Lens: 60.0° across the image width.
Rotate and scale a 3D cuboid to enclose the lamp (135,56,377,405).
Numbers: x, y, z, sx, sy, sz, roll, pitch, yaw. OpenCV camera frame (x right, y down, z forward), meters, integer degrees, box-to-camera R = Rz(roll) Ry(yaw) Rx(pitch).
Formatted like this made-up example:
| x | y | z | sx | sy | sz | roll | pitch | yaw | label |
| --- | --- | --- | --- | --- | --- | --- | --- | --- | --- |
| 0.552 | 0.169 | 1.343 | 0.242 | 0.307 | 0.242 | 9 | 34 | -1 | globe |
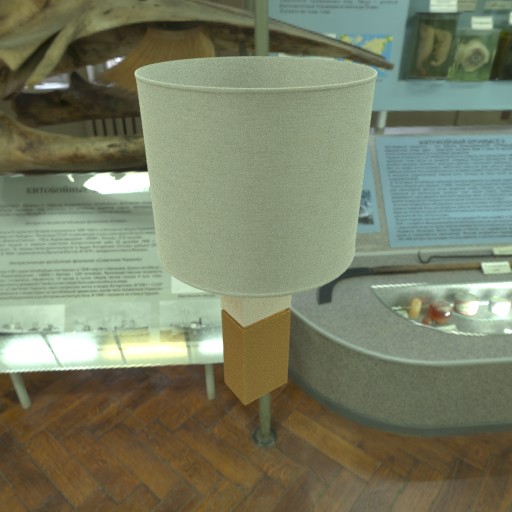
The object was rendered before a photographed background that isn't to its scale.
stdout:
| x | y | z | sx | sy | sz | roll | pitch | yaw | label |
| --- | --- | --- | --- | --- | --- | --- | --- | --- | --- |
| 0.000 | 0.000 | 0.532 | 0.229 | 0.417 | 0.229 | -19 | 35 | -30 | lamp |
